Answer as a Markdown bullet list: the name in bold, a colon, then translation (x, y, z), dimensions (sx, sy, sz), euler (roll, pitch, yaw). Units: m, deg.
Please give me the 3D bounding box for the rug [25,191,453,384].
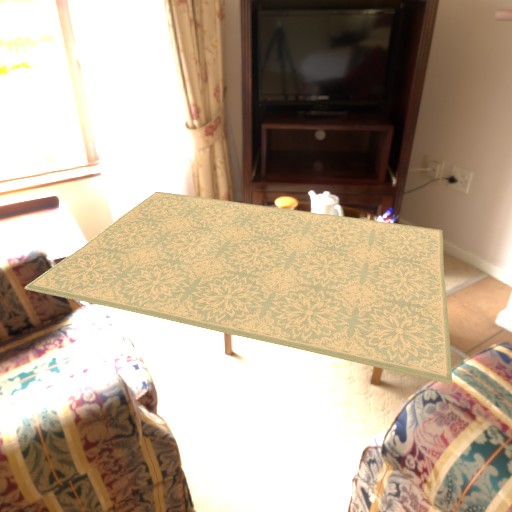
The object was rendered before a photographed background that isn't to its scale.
- **rug**: translation (0.000, 0.000, 3.408), dimensions (2.746, 0.018, 1.819), euler (10, 32, 16)
